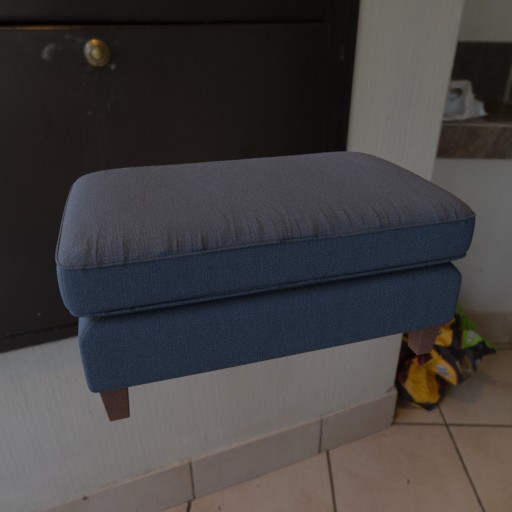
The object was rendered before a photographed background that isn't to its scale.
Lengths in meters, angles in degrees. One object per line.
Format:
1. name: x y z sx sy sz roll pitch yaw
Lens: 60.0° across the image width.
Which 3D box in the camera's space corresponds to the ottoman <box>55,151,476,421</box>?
1. ottoman: 0.000 0.000 1.164 0.885 0.438 0.570 -8 28 -15
